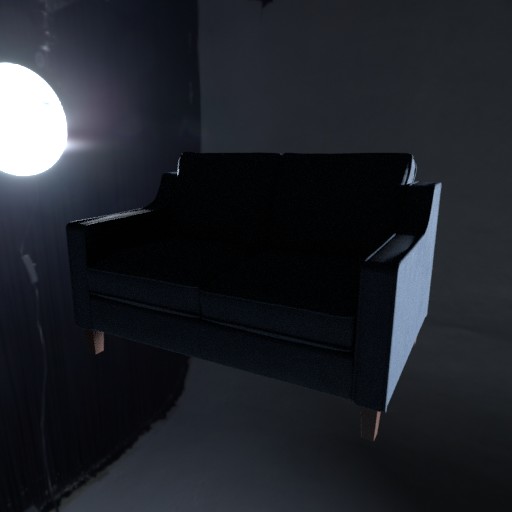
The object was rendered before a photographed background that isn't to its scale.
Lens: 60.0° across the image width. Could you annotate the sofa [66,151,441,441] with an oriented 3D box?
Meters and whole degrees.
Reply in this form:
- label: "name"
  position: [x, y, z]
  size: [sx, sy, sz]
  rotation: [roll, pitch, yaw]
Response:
- label: "sofa"
  position: [0.000, 0.000, 2.138]
  size: [1.501, 0.971, 0.987]
  rotation: [8, 17, 27]
